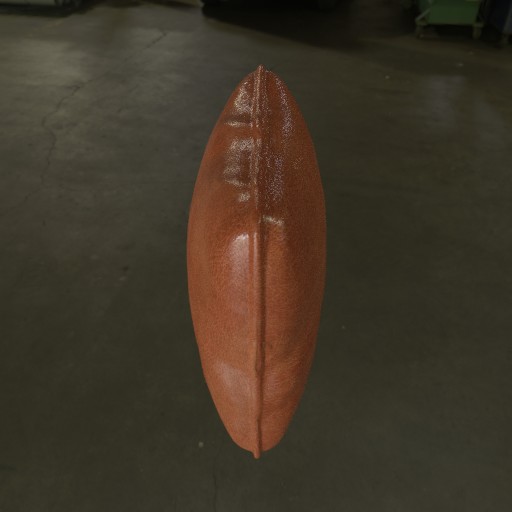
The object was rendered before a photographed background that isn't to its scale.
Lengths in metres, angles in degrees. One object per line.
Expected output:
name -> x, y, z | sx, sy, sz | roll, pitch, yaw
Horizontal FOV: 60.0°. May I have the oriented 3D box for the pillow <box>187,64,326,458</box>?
pillow -> 0.000, 0.000, 0.801 | 0.236, 0.523, 0.532 | 1, 41, 1
